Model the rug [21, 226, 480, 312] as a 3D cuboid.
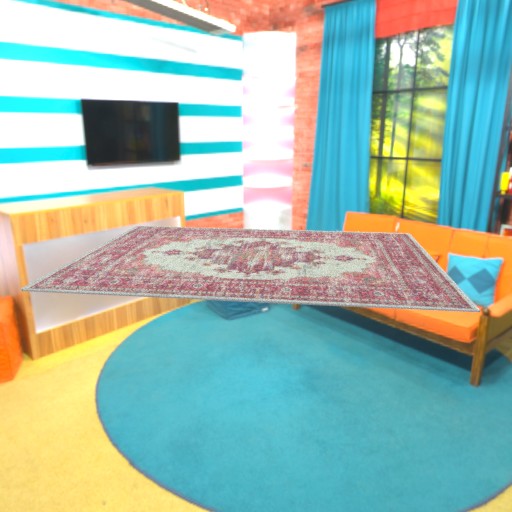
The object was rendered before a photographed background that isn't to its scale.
[{"bbox_3d":[0.000,0.000,2.861,2.232,0.011,1.555,2,16,7],"label":"rug"}]
